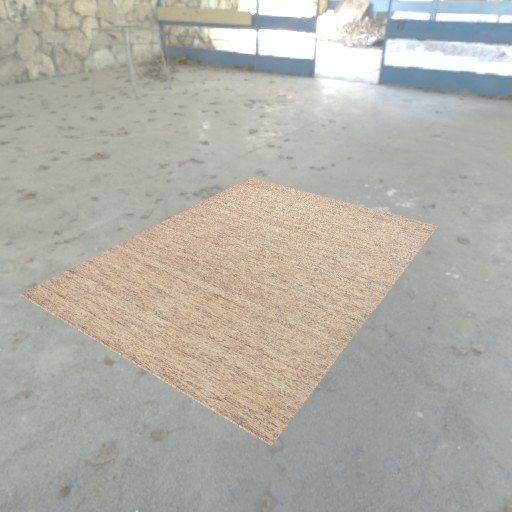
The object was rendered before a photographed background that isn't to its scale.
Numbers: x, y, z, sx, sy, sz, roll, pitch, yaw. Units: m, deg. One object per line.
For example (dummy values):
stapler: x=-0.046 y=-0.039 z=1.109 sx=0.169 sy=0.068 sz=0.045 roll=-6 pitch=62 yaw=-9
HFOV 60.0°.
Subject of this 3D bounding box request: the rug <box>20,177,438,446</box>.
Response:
rug: x=0.000 y=0.000 z=4.136 sx=2.448 sy=0.013 sz=3.205 roll=20 pitch=36 yaw=29
